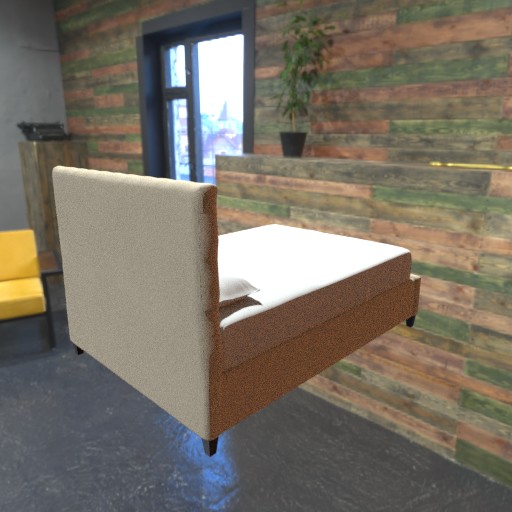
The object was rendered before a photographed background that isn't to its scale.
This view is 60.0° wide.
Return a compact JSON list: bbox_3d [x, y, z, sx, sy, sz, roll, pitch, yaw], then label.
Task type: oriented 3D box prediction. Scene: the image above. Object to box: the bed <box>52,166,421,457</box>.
[{"bbox_3d":[0.000,0.000,3.496,1.698,1.427,2.387,15,21,43],"label":"bed"}]
